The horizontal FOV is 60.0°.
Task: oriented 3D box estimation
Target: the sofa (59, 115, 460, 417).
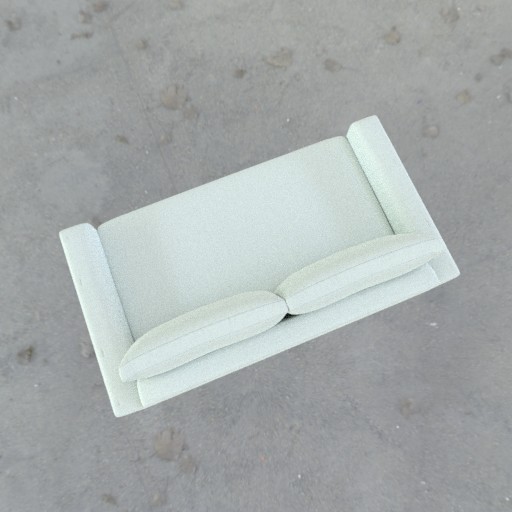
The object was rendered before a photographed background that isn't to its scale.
[{"bbox_3d":[0.000,0.000,2.143,1.650,0.790,0.920,-21,77,-5],"label":"sofa"}]
